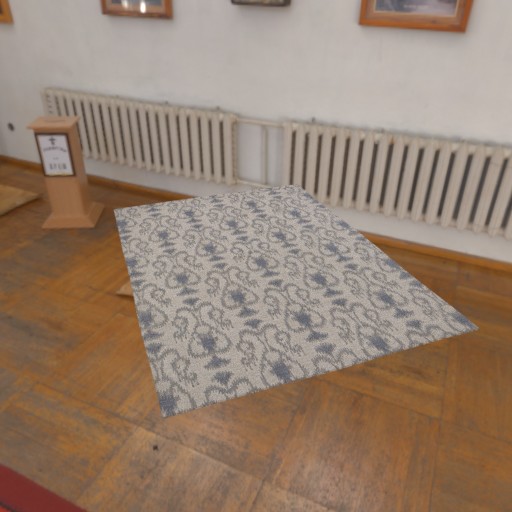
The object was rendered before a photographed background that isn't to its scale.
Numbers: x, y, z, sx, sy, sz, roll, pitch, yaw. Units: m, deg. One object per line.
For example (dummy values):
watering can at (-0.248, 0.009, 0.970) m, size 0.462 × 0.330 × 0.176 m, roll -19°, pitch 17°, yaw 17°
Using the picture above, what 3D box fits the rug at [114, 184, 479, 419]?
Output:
rug at (0.000, 0.000, 2.997) m, size 1.676 × 0.013 × 2.261 m, roll -11°, pitch 32°, yaw -18°
